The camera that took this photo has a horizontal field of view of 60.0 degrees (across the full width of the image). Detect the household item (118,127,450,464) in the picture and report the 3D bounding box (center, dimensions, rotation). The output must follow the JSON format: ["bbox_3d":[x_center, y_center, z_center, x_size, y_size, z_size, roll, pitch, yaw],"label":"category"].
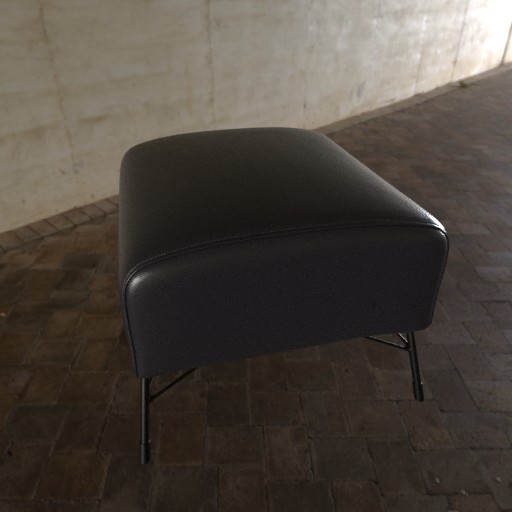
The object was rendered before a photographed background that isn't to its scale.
[{"bbox_3d":[0.000,0.000,0.894,0.530,0.410,0.530,-8,32,-12],"label":"household item"}]
